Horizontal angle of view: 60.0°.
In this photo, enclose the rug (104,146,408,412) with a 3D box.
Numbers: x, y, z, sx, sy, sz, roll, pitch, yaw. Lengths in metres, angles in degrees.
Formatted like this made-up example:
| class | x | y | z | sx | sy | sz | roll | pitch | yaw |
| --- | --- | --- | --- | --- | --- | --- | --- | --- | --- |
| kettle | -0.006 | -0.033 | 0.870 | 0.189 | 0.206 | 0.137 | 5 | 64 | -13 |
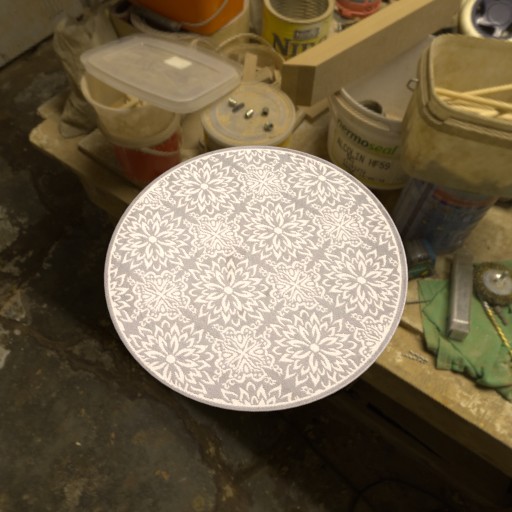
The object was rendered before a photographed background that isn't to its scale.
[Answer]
| class | x | y | z | sx | sy | sz | roll | pitch | yaw |
| --- | --- | --- | --- | --- | --- | --- | --- | --- | --- |
| rug | 0.000 | 0.000 | 2.358 | 1.593 | 0.012 | 1.593 | 0 | 60 | 0 |
